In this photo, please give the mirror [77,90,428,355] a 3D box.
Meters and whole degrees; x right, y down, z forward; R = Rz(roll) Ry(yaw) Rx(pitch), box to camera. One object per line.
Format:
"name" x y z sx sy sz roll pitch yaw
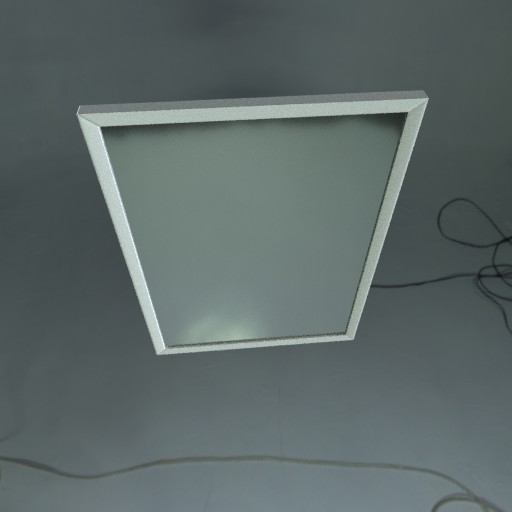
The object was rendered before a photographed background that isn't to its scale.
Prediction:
"mirror" 0.000 0.000 1.349 0.762 1.016 0.040 -4 48 -3
